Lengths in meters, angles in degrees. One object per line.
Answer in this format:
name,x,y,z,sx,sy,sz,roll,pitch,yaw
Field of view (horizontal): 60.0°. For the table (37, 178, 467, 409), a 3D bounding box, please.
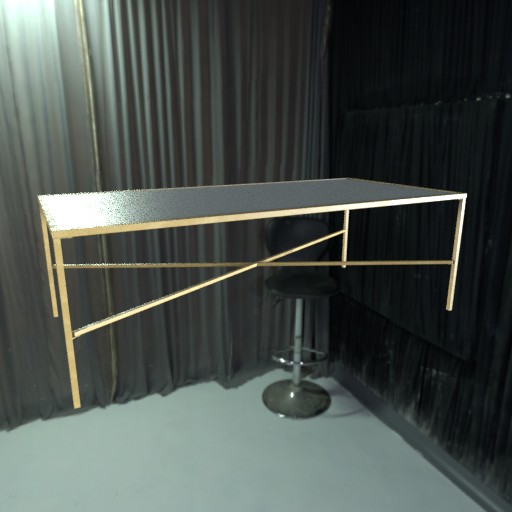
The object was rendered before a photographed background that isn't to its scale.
table,0.000,0.000,1.434,1.206,0.398,0.580,-8,17,-27
